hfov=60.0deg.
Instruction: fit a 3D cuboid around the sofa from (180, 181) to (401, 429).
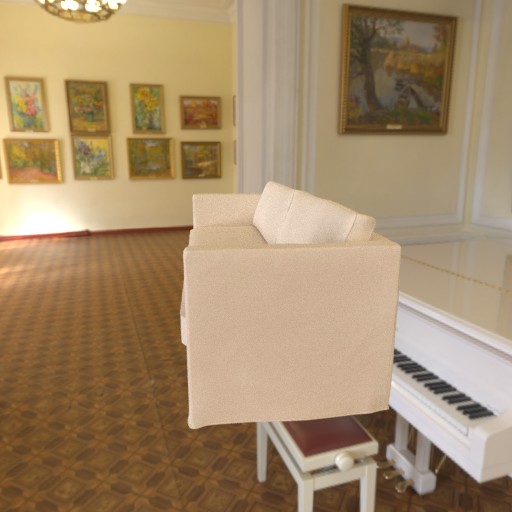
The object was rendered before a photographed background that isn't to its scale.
[{"bbox_3d":[0.000,0.000,3.354,1.036,0.999,2.779,-2,13,-7],"label":"sofa"}]
